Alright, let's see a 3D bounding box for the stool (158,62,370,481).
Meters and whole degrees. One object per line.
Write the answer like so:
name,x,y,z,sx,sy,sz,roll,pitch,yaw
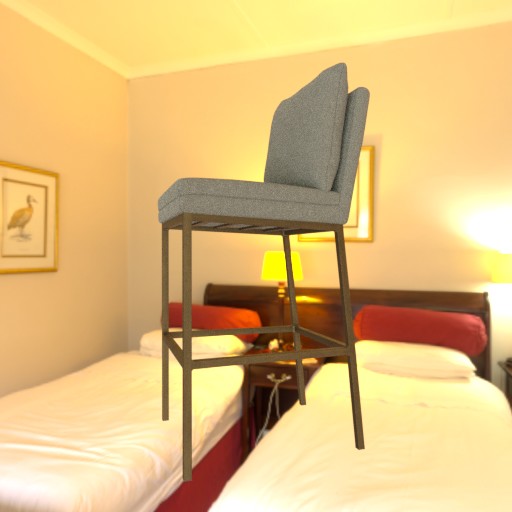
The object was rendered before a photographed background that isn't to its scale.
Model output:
stool,0.000,0.000,1.409,0.569,1.132,0.463,0,0,-19
